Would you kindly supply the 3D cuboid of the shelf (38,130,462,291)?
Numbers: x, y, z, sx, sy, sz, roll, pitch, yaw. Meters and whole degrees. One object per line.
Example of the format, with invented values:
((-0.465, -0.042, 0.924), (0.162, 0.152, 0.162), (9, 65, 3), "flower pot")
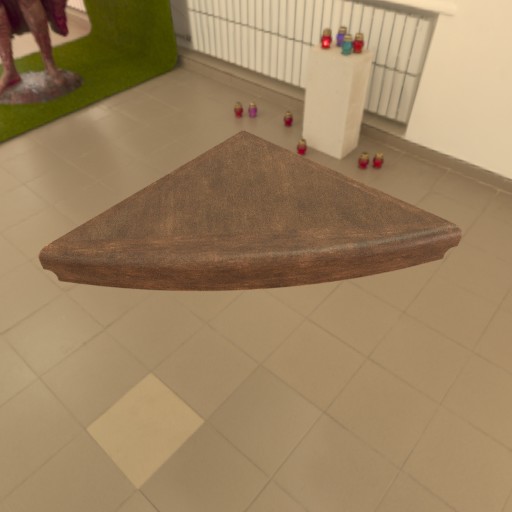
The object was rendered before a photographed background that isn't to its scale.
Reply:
((0.000, 0.000, 0.466), (0.310, 0.050, 0.310), (31, 53, 27), "shelf")
